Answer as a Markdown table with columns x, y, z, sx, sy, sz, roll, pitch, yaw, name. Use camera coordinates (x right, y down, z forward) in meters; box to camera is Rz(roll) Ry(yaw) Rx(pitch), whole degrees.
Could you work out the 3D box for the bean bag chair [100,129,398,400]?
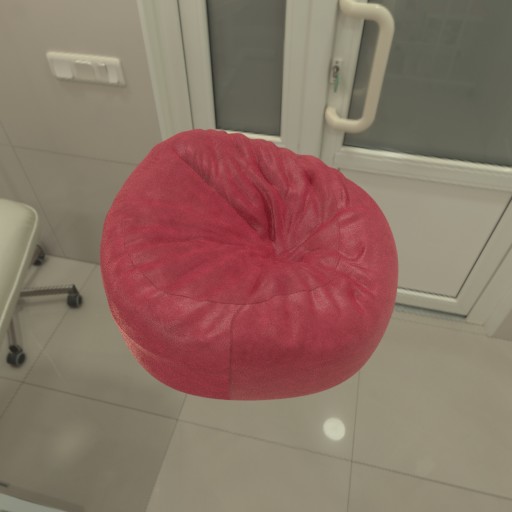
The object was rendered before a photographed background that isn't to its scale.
| x | y | z | sx | sy | sz | roll | pitch | yaw | name |
| --- | --- | --- | --- | --- | --- | --- | --- | --- | --- |
| 0.000 | 0.000 | 2.418 | 1.524 | 0.878 | 1.524 | 10 | 49 | 9 | bean bag chair |
